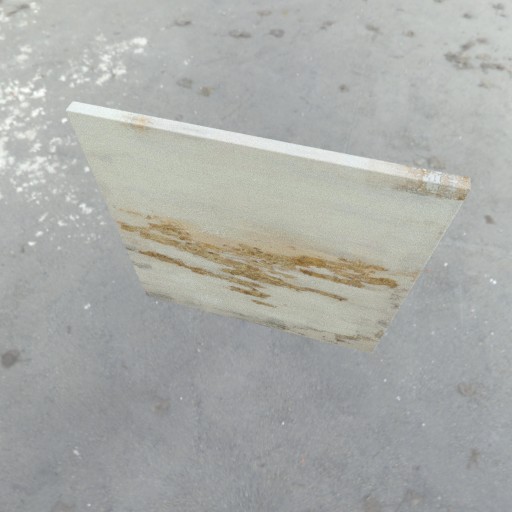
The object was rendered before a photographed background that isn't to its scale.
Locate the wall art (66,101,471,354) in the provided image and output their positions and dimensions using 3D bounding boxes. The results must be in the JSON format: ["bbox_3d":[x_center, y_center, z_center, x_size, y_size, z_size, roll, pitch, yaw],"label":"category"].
[{"bbox_3d":[0.000,0.000,1.509,1.015,1.018,0.040,13,58,9],"label":"wall art"}]
